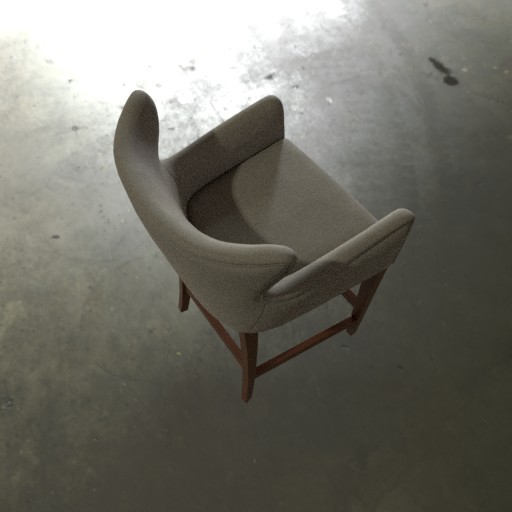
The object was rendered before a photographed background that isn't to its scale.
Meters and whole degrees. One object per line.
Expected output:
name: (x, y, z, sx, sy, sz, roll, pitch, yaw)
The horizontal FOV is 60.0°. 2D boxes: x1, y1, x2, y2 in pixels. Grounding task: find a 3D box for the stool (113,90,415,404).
stool: (0.000, 0.000, 1.319, 0.575, 0.951, 0.575, -32, 63, -18)
